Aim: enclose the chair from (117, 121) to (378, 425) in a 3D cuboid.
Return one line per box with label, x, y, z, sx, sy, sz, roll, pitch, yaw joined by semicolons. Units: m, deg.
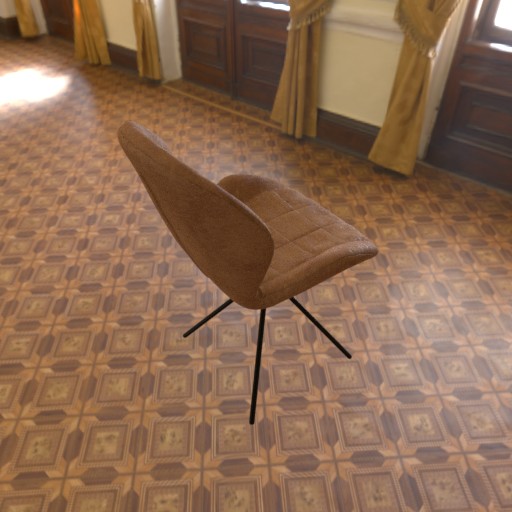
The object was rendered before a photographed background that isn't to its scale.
chair;0.000;0.000;1.321;0.640;0.929;0.527;-25;46;-27
